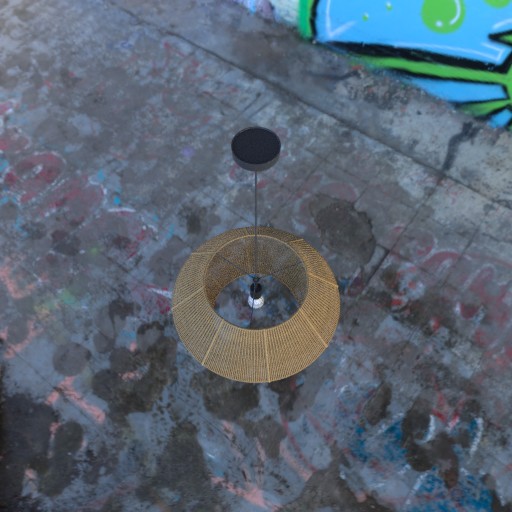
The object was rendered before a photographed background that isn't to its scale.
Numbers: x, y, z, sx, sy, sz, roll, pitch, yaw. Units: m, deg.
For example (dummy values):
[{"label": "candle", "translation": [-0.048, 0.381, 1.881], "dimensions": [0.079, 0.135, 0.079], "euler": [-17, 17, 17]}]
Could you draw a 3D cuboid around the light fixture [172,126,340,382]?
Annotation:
[{"label": "light fixture", "translation": [0.000, 0.000, 1.394], "dimensions": [0.643, 1.009, 0.643], "euler": [0, 62, 0]}]
